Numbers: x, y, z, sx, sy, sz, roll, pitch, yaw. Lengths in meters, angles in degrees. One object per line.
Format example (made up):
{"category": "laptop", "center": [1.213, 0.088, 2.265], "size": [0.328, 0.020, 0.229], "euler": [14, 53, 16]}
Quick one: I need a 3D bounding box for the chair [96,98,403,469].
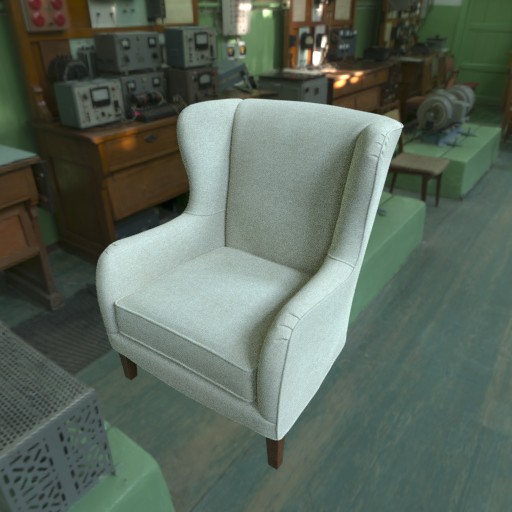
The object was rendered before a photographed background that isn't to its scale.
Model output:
{"category": "chair", "center": [0.000, 0.000, 1.748], "size": [0.838, 1.040, 0.966], "euler": [19, 35, 29]}
